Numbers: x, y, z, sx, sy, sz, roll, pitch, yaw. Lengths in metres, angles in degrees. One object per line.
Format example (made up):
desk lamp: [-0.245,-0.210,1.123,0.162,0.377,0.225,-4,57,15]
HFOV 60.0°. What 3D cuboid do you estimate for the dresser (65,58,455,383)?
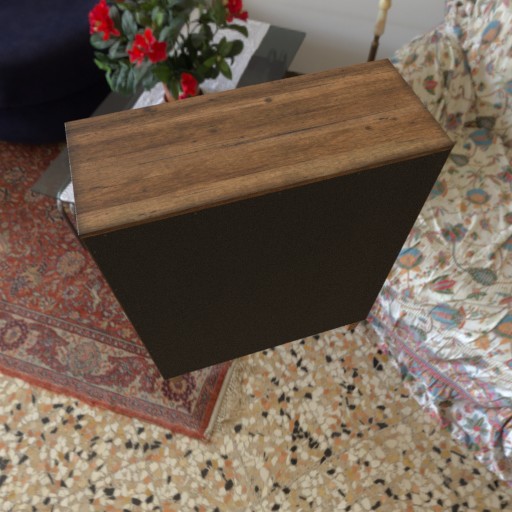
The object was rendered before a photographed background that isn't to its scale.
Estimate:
dresser: [0.000,0.000,1.879,1.067,1.359,0.438,-15,59,-9]
